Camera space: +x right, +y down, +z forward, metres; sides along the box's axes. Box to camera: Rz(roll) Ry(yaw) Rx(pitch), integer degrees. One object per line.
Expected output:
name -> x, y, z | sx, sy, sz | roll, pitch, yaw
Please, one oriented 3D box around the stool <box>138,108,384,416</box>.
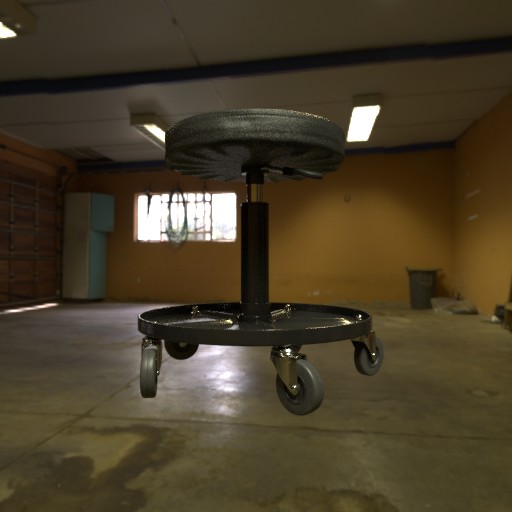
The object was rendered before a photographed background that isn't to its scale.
stool -> 0.000, 0.000, 0.671 | 0.381, 0.365, 0.382 | 1, -1, -36
